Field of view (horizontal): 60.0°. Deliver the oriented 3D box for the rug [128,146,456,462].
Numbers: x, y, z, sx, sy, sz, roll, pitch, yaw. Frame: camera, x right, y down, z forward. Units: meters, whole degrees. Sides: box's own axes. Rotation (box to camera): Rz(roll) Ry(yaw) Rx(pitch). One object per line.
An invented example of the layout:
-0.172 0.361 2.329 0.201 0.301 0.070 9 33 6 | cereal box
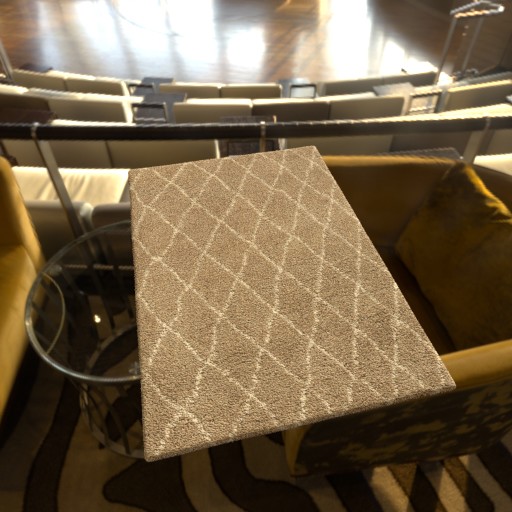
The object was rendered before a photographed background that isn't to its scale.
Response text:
0.000 0.000 2.253 1.219 0.030 1.778 -10 47 -9 | rug
